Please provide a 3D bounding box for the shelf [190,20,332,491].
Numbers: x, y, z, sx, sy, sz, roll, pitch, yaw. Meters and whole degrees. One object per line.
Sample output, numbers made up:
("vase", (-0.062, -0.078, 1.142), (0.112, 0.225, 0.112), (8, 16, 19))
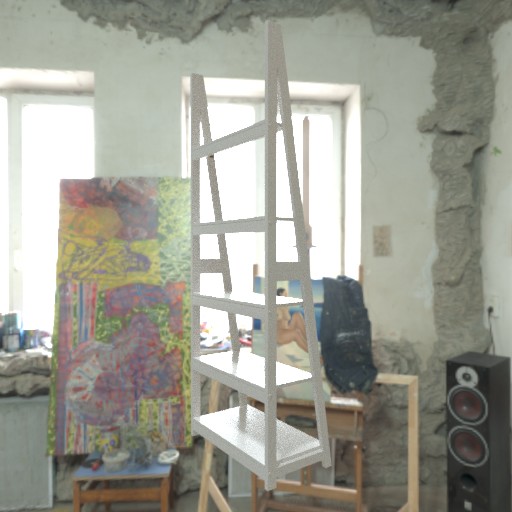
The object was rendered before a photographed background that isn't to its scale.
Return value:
("shelf", (0.000, 0.000, 2.028), (0.341, 1.779, 0.636), (-1, 1, -36))
